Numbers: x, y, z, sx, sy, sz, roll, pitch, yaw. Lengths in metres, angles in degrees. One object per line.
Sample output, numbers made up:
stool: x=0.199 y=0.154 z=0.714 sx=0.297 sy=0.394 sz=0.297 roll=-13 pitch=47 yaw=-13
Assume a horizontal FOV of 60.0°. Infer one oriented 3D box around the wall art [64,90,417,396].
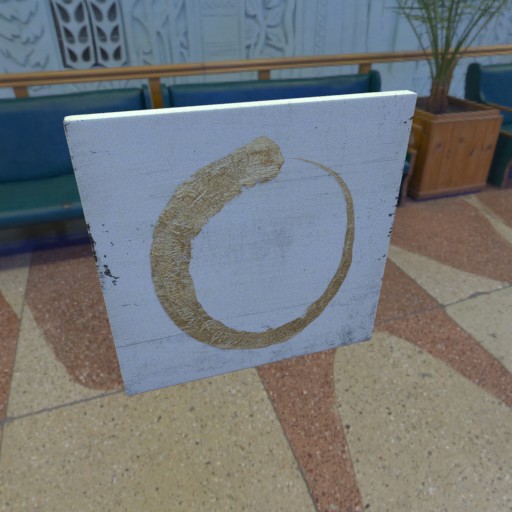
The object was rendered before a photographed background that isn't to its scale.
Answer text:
wall art: x=0.000 y=0.000 z=1.135 sx=0.762 sy=0.762 sz=0.038 roll=-10 pitch=34 yaw=-14
